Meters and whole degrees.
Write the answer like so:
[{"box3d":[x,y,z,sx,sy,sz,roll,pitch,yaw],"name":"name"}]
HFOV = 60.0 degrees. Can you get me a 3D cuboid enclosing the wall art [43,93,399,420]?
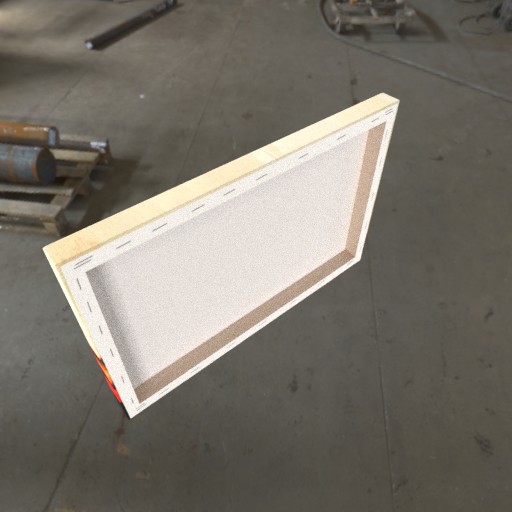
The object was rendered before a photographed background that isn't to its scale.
[{"box3d":[0.000,0.000,0.784,0.613,0.402,0.040,-31,53,-26],"name":"wall art"}]
